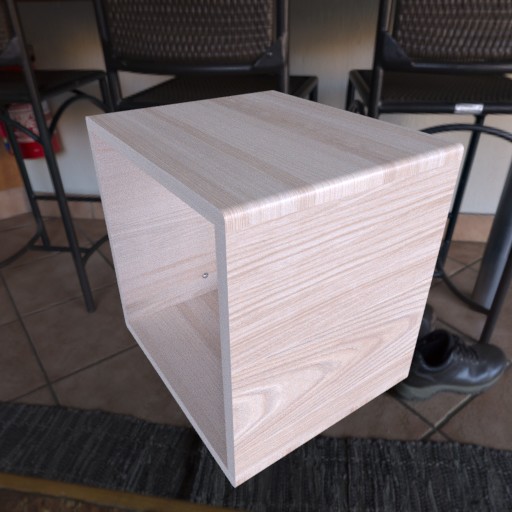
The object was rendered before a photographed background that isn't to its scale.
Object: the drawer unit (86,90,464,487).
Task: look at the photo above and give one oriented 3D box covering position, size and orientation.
[{"bbox_3d":[0.000,0.000,0.599,0.290,0.344,0.344,-20,36,-29],"label":"drawer unit"}]
